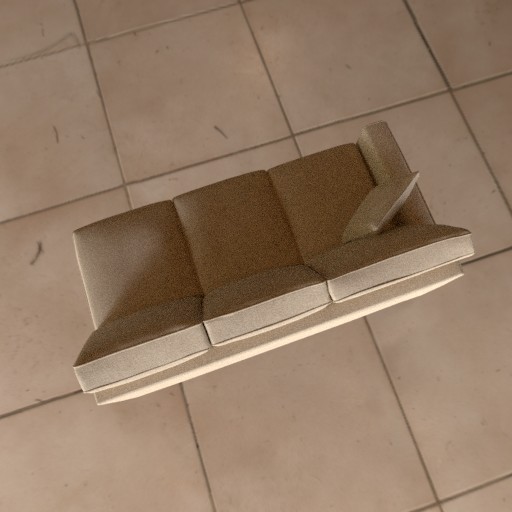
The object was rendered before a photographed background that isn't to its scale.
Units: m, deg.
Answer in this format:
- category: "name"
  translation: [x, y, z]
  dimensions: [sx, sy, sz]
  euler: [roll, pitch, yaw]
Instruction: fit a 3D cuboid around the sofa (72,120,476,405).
- category: "sofa"
  translation: [0.000, 0.000, 2.546]
  dimensions: [1.962, 0.946, 1.034]
  euler: [-19, 75, -5]
